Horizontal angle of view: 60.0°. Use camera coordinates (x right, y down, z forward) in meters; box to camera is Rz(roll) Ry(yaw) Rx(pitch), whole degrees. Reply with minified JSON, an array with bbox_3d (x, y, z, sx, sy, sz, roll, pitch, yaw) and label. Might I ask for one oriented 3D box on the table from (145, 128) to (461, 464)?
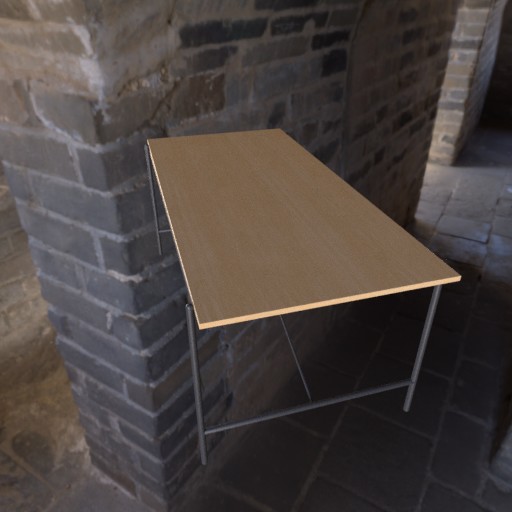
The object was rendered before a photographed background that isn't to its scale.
[{"bbox_3d":[0.000,0.000,2.261,0.900,0.758,1.800,-9,32,-14],"label":"table"}]
